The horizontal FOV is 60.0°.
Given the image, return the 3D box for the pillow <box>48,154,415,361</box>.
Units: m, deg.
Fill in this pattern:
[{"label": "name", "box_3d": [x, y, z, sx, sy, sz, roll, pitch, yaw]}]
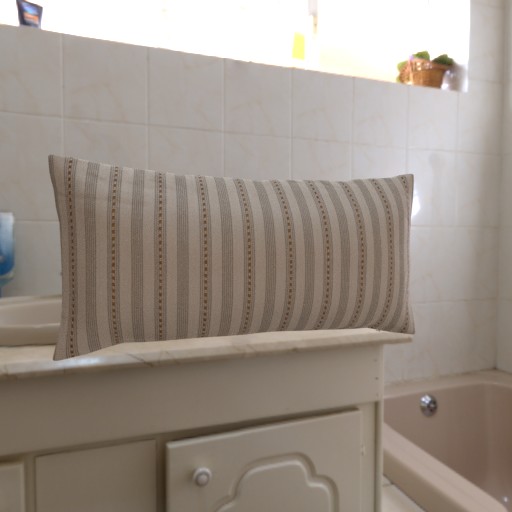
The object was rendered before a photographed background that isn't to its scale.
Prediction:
[{"label": "pillow", "box_3d": [0.000, 0.000, 0.714, 0.608, 0.291, 0.151, -1, 2, -17]}]
